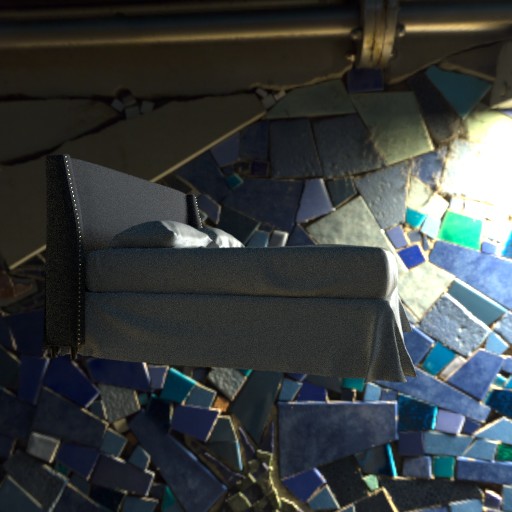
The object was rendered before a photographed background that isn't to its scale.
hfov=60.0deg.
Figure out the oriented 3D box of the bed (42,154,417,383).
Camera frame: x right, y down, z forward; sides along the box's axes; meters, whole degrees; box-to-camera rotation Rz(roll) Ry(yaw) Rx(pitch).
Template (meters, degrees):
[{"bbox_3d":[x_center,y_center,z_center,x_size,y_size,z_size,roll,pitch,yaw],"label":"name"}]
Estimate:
[{"bbox_3d":[0.000,0.000,3.393,2.276,1.332,1.925,0,-1,19],"label":"bed"}]
